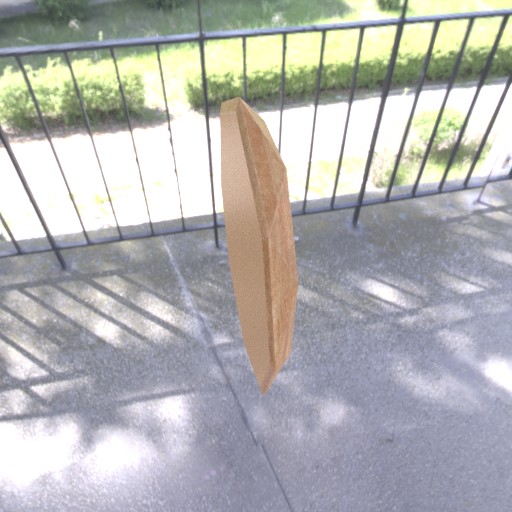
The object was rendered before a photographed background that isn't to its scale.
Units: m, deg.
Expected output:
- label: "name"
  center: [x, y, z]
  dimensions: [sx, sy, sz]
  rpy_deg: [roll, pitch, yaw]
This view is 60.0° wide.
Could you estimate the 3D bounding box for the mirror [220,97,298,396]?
- label: "mirror"
  center: [0.000, 0.000, 1.010]
  dimensions: [0.070, 0.774, 0.577]
  rpy_deg: [-9, 48, -9]
